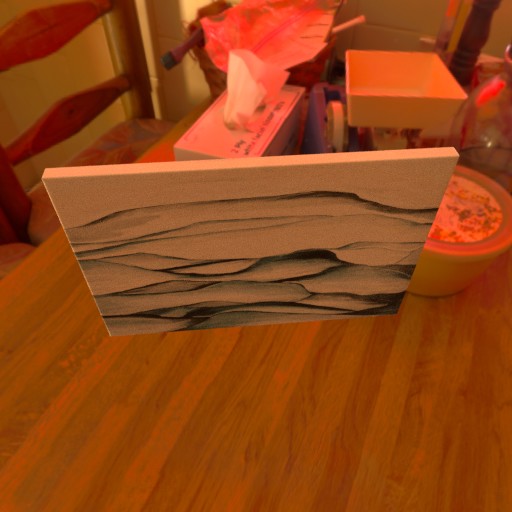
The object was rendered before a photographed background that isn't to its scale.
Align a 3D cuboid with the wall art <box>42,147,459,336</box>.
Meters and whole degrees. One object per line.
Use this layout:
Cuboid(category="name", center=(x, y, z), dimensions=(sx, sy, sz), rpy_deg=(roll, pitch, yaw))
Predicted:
Cuboid(category="wall art", center=(0.000, 0.000, 1.199), dimensions=(0.914, 0.609, 0.039), rpy_deg=(-4, 47, -4))
